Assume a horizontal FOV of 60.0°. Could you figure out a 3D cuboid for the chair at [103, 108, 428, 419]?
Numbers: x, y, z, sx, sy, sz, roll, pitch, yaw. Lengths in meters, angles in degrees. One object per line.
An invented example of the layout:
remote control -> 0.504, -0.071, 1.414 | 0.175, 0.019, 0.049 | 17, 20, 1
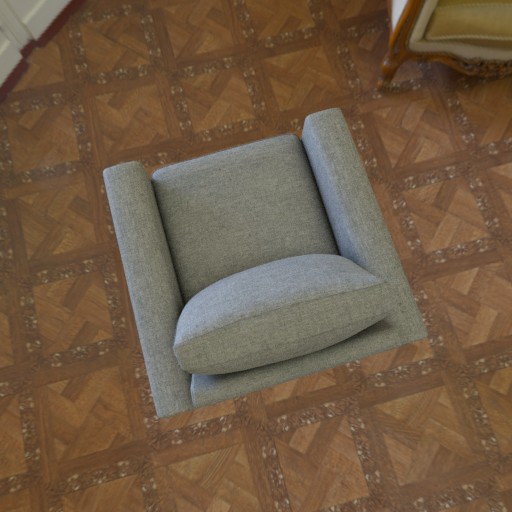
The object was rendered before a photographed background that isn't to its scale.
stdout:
chair -> 0.000, 0.000, 1.890 | 1.024, 1.010, 1.038 | -16, 76, -4
